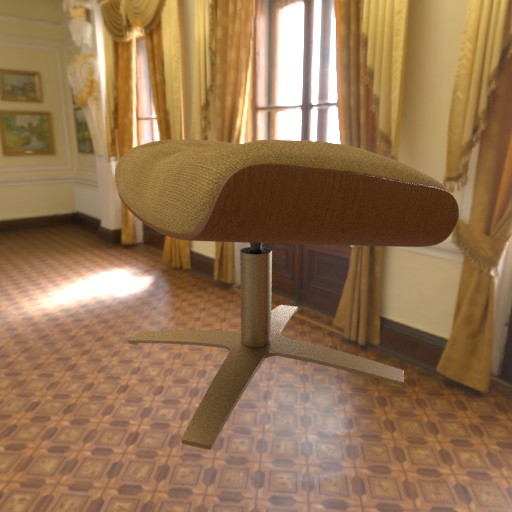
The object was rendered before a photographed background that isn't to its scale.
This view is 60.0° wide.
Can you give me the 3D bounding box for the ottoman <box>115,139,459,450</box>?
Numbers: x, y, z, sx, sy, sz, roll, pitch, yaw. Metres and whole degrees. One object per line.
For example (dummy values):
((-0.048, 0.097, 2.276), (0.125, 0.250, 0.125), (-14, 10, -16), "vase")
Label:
((0.000, 0.000, 0.769), (0.394, 0.391, 0.520), (-7, 16, -26), "ottoman")
